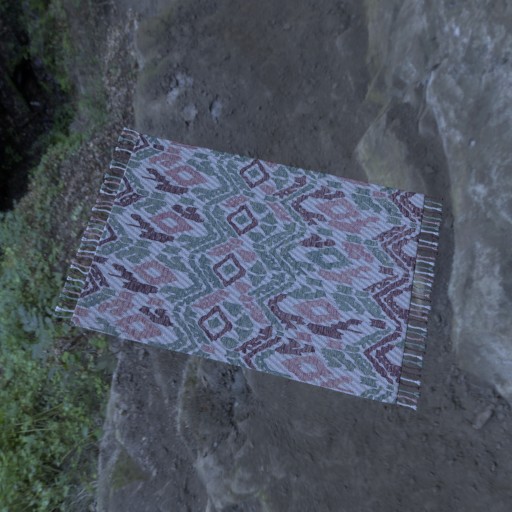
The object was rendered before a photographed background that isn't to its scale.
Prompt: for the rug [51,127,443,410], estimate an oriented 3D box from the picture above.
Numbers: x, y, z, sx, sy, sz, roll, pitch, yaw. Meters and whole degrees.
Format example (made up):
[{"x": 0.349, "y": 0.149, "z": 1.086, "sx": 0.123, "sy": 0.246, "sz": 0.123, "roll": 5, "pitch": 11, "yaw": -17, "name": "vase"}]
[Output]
[{"x": 0.000, "y": 0.000, "z": 3.054, "sx": 2.438, "sy": 0.011, "sz": 1.524, "roll": 13, "pitch": 73, "yaw": 4, "name": "rug"}]
